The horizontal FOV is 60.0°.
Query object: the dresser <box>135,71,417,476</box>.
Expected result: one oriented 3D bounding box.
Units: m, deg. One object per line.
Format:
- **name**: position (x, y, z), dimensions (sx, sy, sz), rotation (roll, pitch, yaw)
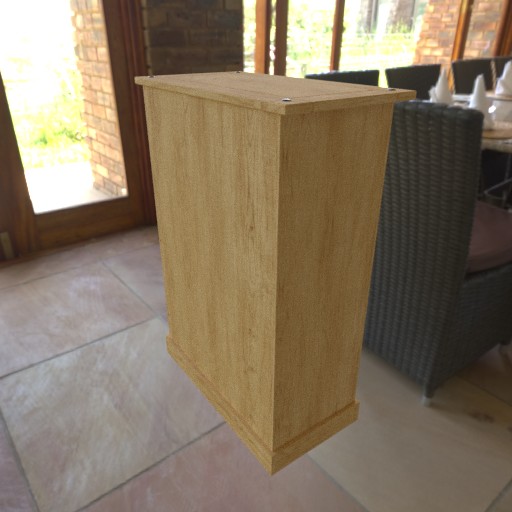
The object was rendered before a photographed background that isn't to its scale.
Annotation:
- **dresser**: position (0.000, 0.000, 1.769), dimensions (0.485, 1.300, 0.915), rotation (-18, 32, -31)
